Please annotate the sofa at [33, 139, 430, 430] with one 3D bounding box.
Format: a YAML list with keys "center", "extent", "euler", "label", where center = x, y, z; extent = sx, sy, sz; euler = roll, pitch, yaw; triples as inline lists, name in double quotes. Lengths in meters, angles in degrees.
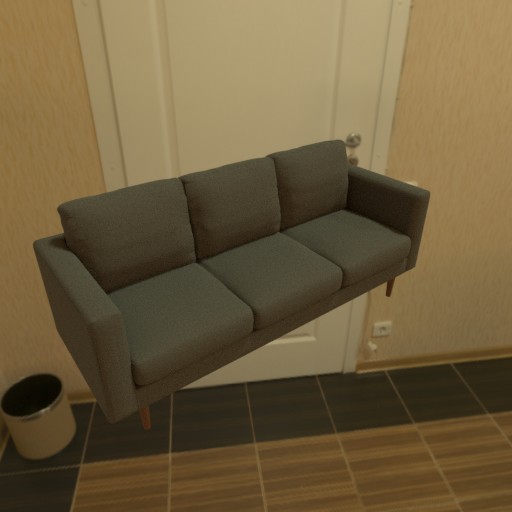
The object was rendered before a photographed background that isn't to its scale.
- center: [0.000, 0.000, 2.437]
  extent: [2.029, 0.912, 0.802]
  euler: [-21, 36, -31]
  label: "sofa"
